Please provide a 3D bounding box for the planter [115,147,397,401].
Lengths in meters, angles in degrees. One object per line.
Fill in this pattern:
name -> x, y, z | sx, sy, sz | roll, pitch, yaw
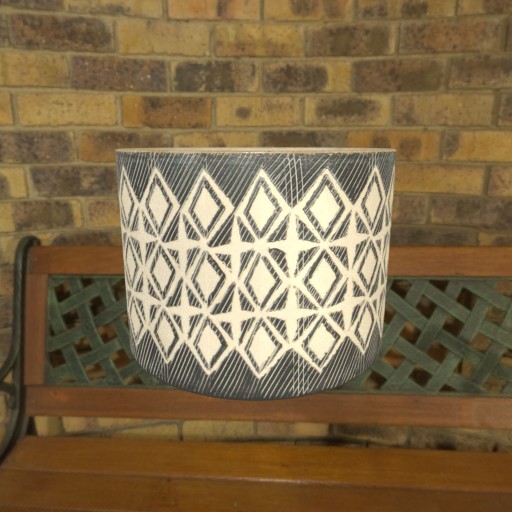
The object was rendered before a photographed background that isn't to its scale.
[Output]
planter -> 0.000, 0.000, 0.221 | 0.126, 0.104, 0.126 | 0, 14, 0
